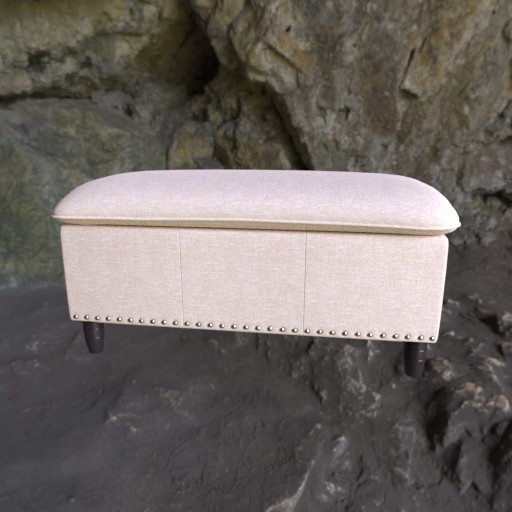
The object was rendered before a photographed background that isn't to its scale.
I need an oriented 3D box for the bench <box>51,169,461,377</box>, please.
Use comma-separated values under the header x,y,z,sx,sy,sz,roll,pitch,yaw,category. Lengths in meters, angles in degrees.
x,y,z,sx,sy,sz,roll,pitch,yaw,category
0.000,0.000,1.275,0.991,0.483,0.483,2,15,8,bench
